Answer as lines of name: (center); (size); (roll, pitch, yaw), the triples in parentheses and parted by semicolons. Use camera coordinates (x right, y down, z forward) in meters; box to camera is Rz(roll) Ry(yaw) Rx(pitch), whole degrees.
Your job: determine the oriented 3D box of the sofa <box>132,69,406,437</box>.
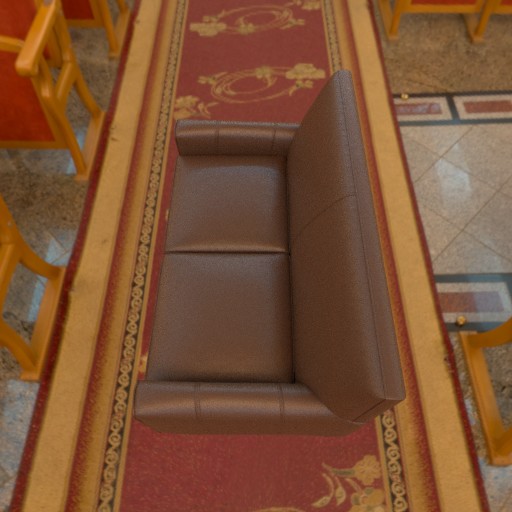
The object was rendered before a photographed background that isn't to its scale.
sofa: (0.000, 0.000, 1.974); (0.853, 0.859, 1.468); (0, 58, 0)
